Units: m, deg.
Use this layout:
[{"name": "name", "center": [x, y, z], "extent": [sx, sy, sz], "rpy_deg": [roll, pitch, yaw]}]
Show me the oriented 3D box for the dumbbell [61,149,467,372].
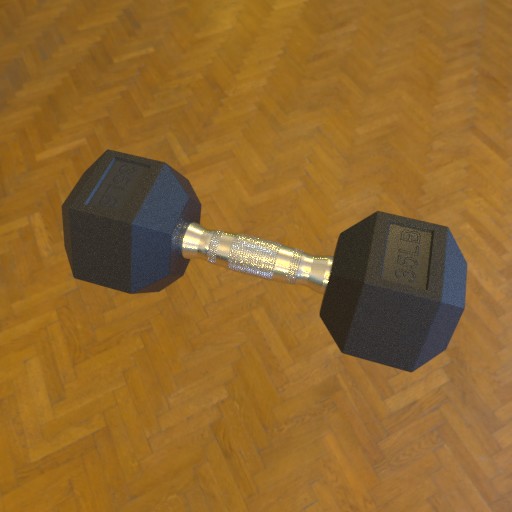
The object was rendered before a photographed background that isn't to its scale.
[{"name": "dumbbell", "center": [0.000, 0.000, 0.418], "extent": [0.356, 0.123, 0.141], "rpy_deg": [14, 59, 9]}]
